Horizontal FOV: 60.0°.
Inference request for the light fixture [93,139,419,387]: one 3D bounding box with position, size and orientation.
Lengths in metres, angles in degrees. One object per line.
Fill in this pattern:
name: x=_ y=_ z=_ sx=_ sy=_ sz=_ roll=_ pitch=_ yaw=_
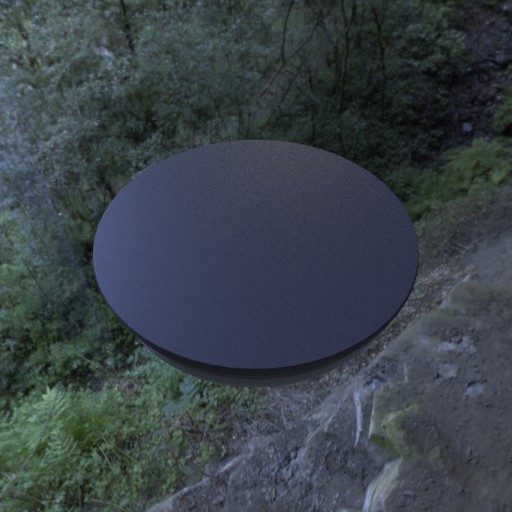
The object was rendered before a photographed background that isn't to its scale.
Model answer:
light fixture: x=0.000 y=0.000 z=0.549 sx=0.368 sy=0.100 sz=0.368 roll=0 pitch=47 yaw=0
